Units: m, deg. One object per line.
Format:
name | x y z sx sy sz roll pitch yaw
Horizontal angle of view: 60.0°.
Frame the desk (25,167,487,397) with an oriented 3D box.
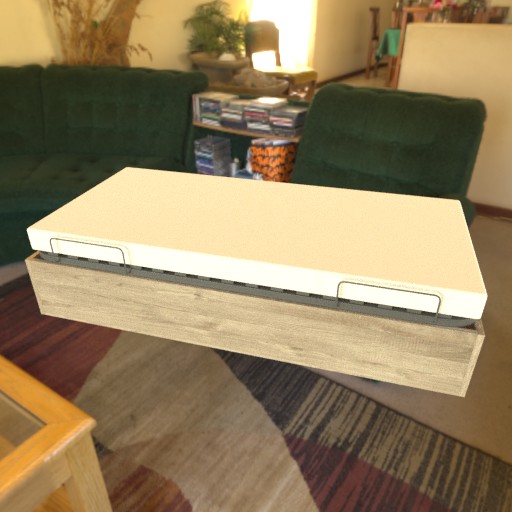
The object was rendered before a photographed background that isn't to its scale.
desk | 0.000 0.000 2.162 1.900 0.455 0.900 8 31 14
